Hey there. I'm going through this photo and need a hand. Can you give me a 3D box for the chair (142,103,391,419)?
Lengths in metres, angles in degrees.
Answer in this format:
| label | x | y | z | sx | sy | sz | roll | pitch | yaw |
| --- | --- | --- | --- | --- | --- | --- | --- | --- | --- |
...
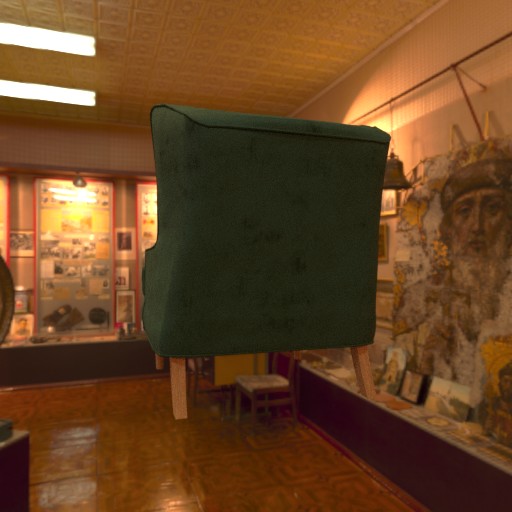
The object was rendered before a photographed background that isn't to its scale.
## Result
| label | x | y | z | sx | sy | sz | roll | pitch | yaw |
| --- | --- | --- | --- | --- | --- | --- | --- | --- | --- |
| chair | 0.000 | 0.000 | 1.653 | 0.793 | 0.952 | 0.910 | 0 | -1 | -18 |
